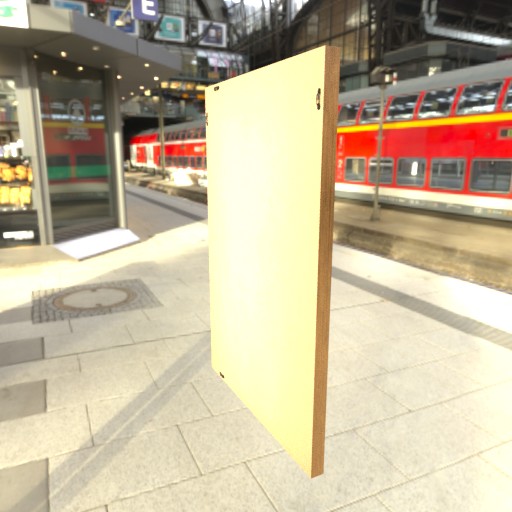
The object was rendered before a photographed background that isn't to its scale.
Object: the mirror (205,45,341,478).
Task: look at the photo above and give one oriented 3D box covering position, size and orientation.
[{"bbox_3d":[0.000,0.000,1.179,0.040,0.915,0.609,-7,15,-26],"label":"mirror"}]
